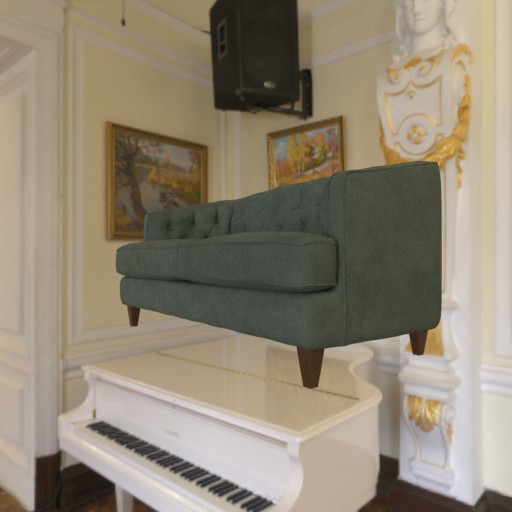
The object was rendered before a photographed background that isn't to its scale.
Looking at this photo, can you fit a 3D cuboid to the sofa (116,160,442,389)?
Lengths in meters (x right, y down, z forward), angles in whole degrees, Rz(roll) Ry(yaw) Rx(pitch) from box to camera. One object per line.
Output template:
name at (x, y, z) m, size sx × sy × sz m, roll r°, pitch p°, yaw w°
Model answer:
sofa at (0.000, 0.000, 2.284) m, size 0.941 × 0.855 × 1.733 m, roll 0°, pitch 0°, yaw -36°
